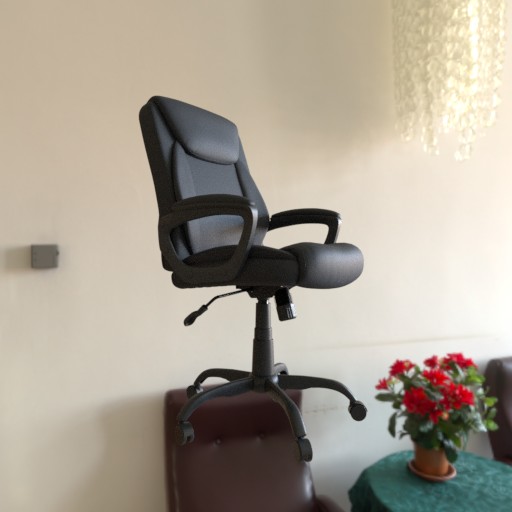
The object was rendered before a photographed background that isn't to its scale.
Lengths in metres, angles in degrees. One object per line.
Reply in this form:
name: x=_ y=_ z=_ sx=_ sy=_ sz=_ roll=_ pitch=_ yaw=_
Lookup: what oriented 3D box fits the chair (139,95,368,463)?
chair: x=0.000 y=0.000 z=1.469 sx=0.655 sy=1.072 sz=0.615 roll=1 pitch=1 yaw=36
